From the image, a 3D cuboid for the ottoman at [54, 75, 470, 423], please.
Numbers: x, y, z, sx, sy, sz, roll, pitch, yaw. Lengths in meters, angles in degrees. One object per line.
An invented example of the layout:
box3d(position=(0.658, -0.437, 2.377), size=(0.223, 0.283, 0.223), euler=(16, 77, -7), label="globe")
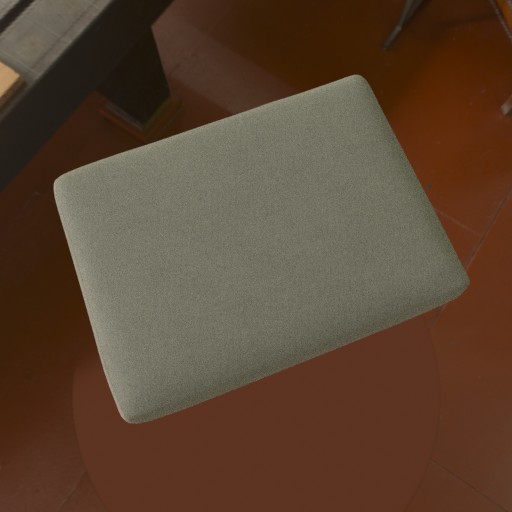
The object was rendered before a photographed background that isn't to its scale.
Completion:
box3d(position=(0.000, 0.000, 1.129), size=(0.773, 0.504, 0.569), euler=(-20, 76, -5), label="ottoman")
